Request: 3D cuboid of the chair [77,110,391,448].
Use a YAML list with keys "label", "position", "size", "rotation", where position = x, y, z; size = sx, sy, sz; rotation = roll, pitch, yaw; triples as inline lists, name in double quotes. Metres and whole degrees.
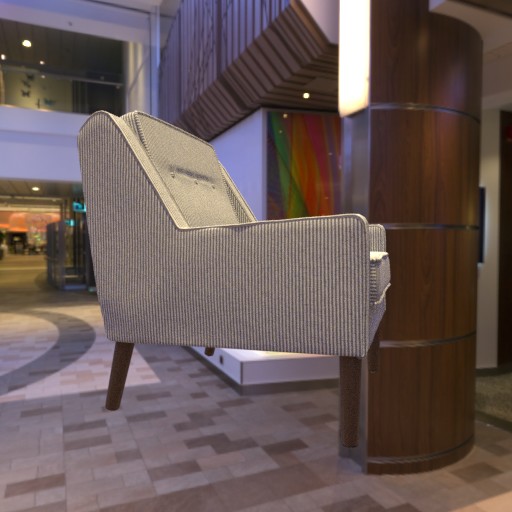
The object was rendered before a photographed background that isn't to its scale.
- label: "chair"
  position: [0.000, 0.000, 1.308]
  size: [0.743, 0.792, 0.663]
  rotation: [1, 2, 20]
